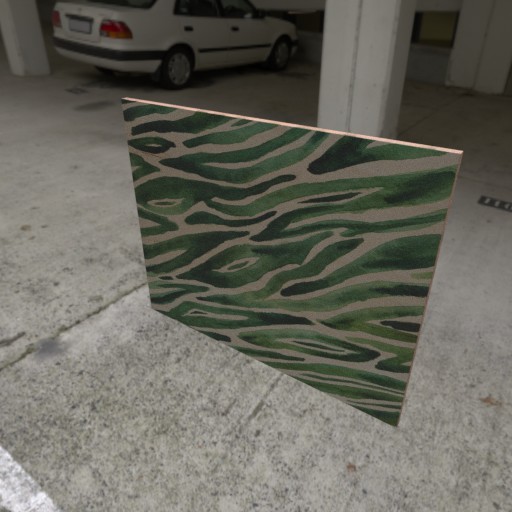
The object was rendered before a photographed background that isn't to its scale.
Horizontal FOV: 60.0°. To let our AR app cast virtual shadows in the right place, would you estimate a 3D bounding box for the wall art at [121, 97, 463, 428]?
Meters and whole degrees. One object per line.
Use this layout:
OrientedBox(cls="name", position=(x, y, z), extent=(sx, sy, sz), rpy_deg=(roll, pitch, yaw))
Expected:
OrientedBox(cls="wall art", position=(0.000, 0.000, 0.675), extent=(0.508, 0.408, 0.012), rpy_deg=(19, 35, 30))
